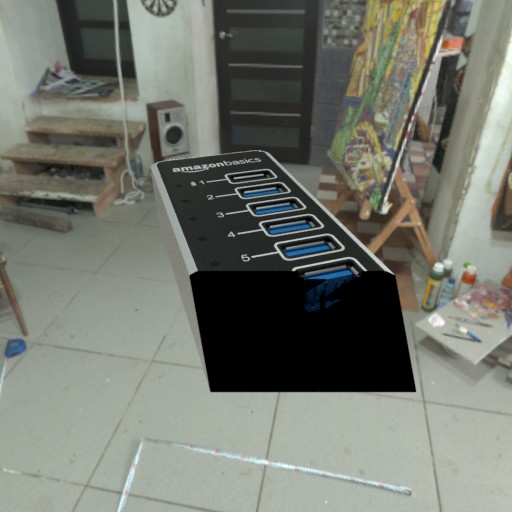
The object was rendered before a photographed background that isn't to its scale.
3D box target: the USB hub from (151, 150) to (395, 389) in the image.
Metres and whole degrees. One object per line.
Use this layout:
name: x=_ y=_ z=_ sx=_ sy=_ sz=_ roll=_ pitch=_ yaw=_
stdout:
USB hub: x=0.000 y=0.000 z=0.126 sx=0.044 sy=0.023 sz=0.110 roll=-10 pitch=34 yaw=-15
